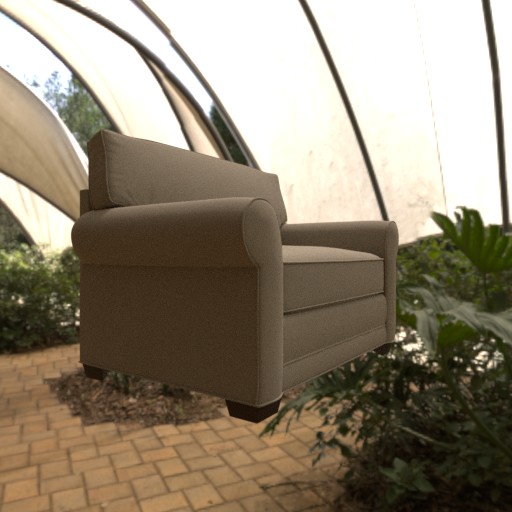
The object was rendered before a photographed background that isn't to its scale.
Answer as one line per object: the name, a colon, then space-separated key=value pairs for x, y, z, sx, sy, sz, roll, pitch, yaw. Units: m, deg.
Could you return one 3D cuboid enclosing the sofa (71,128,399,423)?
sofa: x=0.000 y=0.000 z=2.075 sx=0.937 sy=1.006 sz=1.405 roll=0 pitch=1 yaw=35
